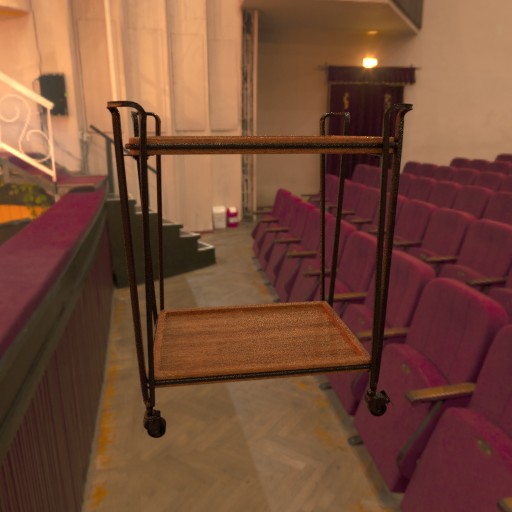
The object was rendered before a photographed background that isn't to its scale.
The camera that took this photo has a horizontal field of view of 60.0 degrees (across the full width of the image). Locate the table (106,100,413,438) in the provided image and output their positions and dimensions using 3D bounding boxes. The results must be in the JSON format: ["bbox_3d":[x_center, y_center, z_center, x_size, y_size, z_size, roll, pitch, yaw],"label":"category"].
[{"bbox_3d":[0.000,0.000,1.240,0.672,0.785,0.505,-2,16,-8],"label":"table"}]
